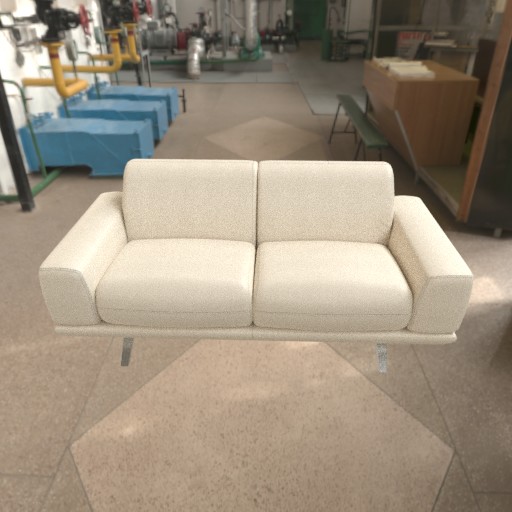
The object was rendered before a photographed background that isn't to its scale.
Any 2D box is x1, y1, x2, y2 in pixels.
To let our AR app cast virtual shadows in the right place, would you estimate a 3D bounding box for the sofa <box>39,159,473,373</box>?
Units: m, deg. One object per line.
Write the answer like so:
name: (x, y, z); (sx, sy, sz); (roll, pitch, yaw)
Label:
sofa: (0.000, 0.000, 2.332); (1.901, 0.772, 0.900); (1, 31, 2)
